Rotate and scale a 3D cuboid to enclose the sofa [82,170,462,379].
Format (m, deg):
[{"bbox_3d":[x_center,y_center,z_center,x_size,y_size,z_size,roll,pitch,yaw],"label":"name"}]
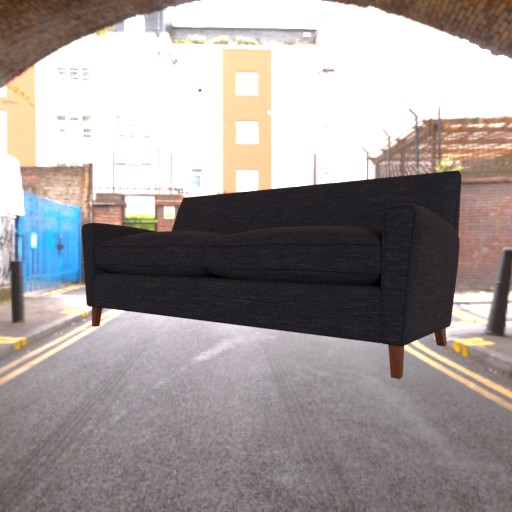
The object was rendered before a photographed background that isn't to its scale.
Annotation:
[{"bbox_3d":[0.000,0.000,2.422,1.976,0.846,0.875,1,1,36],"label":"sofa"}]
